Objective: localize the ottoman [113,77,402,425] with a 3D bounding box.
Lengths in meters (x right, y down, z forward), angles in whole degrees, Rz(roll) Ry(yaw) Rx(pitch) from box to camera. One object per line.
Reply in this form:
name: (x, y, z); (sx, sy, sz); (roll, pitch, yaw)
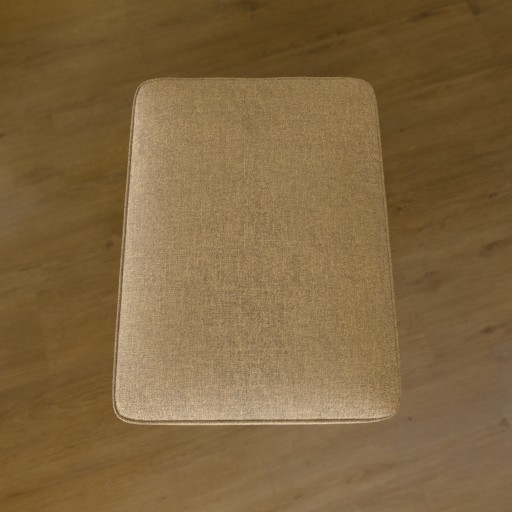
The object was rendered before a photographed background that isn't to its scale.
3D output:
ottoman: (0.000, 0.000, 1.292); (0.661, 0.561, 0.889); (0, 75, 0)
